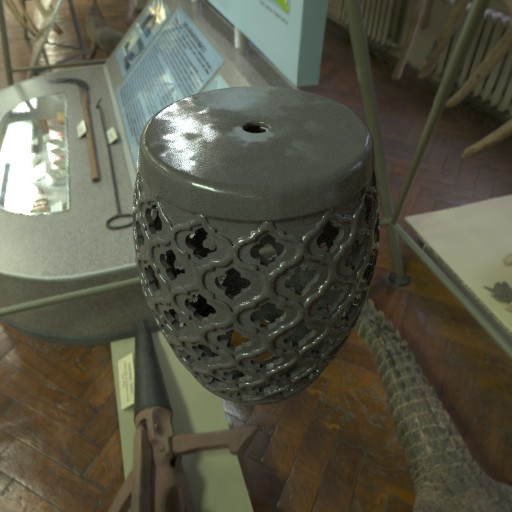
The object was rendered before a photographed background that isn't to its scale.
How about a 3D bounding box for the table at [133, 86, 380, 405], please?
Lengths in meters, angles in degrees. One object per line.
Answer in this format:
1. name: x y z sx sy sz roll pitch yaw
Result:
1. table: 0.000 0.000 0.627 0.325 0.388 0.325 0 41 0
